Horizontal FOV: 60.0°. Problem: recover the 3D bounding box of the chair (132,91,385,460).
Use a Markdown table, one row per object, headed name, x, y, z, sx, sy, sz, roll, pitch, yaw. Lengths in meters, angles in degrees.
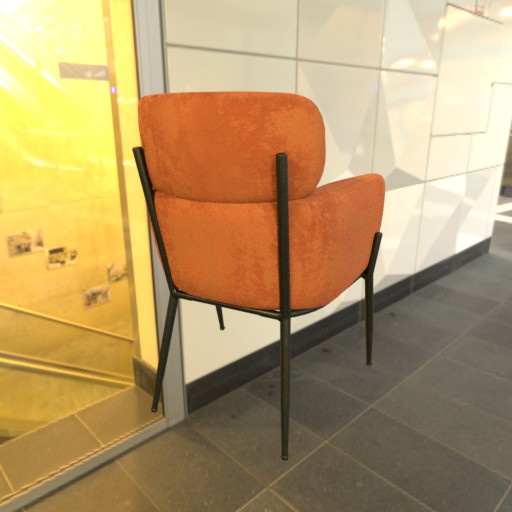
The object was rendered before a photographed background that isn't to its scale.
| name | x | y | z | sx | sy | sz | roll | pitch | yaw |
| --- | --- | --- | --- | --- | --- | --- | --- | --- | --- |
| chair | 0.000 | 0.000 | 1.134 | 0.561 | 0.772 | 0.523 | 9 | 20 | 25 |
